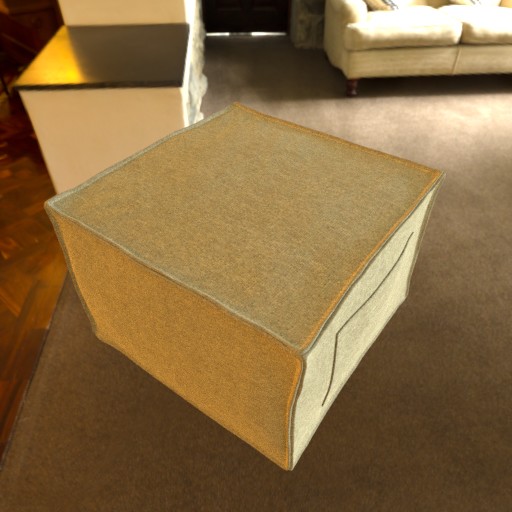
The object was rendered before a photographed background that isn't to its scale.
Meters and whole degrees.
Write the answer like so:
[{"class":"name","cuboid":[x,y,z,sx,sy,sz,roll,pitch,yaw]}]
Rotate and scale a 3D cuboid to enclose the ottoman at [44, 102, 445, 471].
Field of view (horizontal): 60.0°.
[{"class":"ottoman","cuboid":[0.000,0.000,1.161,0.696,0.470,0.707,26,49,26]}]
